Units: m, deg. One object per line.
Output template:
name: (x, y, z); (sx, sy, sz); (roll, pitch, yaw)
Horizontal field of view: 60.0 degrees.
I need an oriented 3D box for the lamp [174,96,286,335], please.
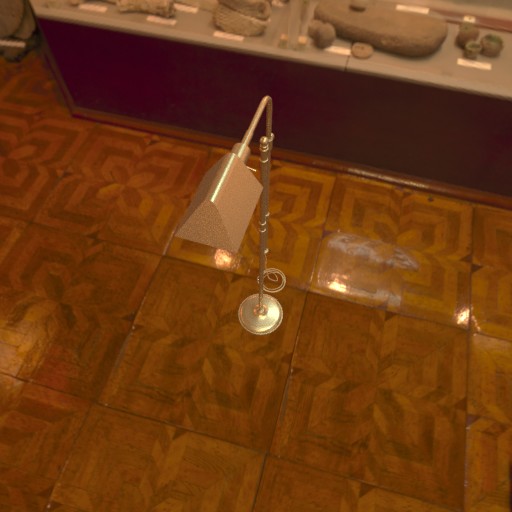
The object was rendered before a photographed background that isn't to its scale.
lamp: (0.000, 0.000, 1.860); (0.256, 1.571, 0.813); (15, 60, 9)
